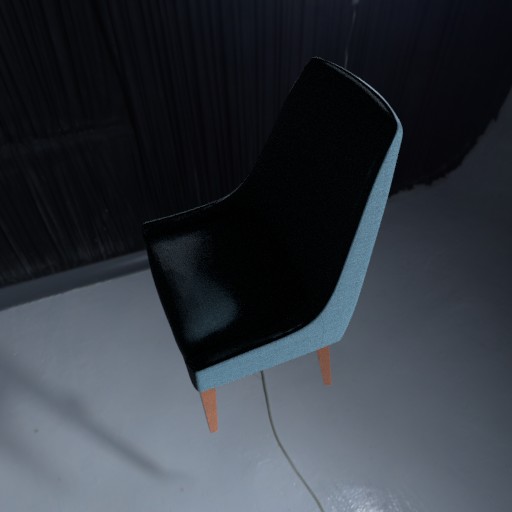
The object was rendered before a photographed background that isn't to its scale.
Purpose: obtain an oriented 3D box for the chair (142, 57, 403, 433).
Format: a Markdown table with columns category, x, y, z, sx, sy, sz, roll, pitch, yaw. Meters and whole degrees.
| category | x | y | z | sx | sy | sz | roll | pitch | yaw |
| --- | --- | --- | --- | --- | --- | --- | --- | --- | --- |
| chair | 0.000 | 0.000 | 1.188 | 0.544 | 0.861 | 0.529 | -17 | 49 | -15 |
